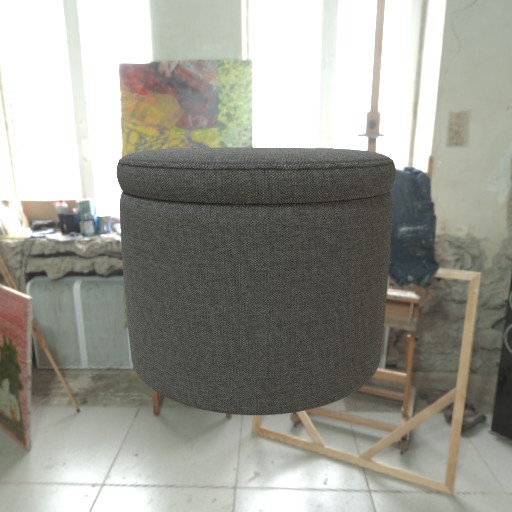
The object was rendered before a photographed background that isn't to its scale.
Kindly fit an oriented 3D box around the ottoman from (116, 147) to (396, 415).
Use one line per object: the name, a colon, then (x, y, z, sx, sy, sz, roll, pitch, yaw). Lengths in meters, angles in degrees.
ottoman: (0.000, 0.000, 0.901, 0.520, 0.430, 0.520, 0, 15, 0)
